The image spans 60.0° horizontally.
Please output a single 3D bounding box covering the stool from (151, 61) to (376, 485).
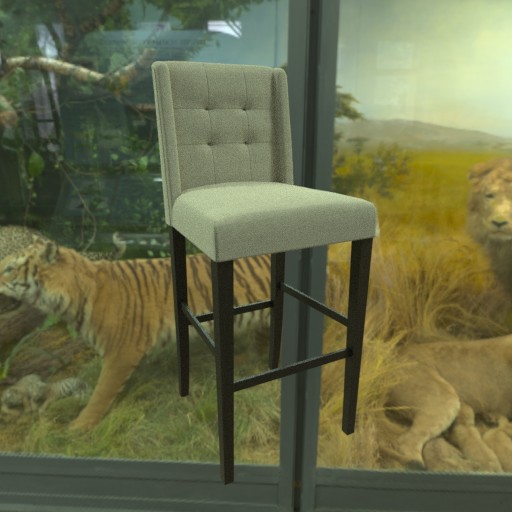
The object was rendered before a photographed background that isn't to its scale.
[{"bbox_3d":[0.000,0.000,1.340,0.474,1.116,0.509,-9,20,-27],"label":"stool"}]
